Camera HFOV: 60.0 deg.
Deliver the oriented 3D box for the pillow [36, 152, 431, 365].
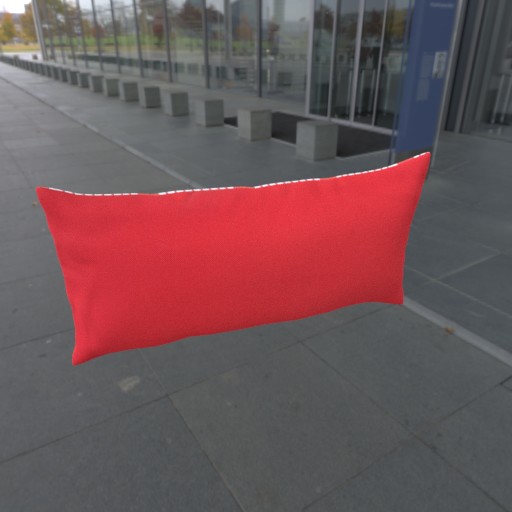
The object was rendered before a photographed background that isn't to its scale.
[{"bbox_3d":[0.000,0.000,0.722,0.608,0.297,0.151,-8,27,-16],"label":"pillow"}]
